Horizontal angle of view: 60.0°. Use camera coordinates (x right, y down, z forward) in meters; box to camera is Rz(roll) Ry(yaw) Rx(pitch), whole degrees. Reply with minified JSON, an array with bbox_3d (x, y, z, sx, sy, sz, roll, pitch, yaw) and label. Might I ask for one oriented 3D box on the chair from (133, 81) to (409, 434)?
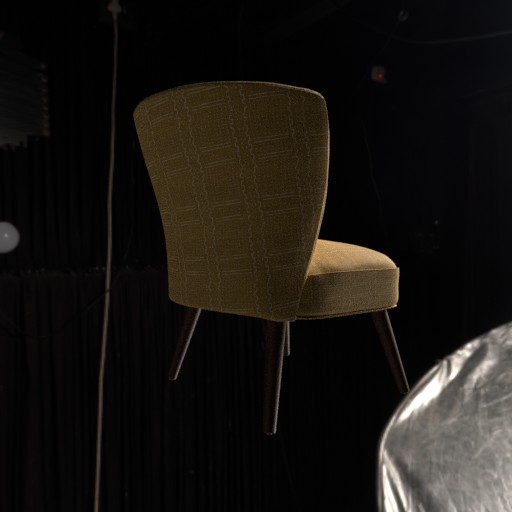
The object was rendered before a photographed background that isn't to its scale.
[{"bbox_3d":[0.000,0.000,1.413,0.758,0.866,0.706,-1,2,-36],"label":"chair"}]
